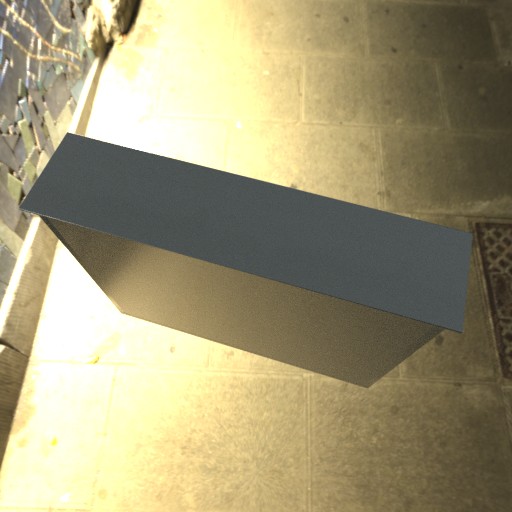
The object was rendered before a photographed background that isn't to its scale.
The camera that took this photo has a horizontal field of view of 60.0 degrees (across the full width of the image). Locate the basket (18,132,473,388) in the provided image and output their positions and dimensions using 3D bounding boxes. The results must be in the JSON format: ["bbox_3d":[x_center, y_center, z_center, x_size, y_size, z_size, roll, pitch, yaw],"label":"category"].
[{"bbox_3d":[0.000,0.000,1.084,0.780,0.600,0.350,15,65,7],"label":"basket"}]
